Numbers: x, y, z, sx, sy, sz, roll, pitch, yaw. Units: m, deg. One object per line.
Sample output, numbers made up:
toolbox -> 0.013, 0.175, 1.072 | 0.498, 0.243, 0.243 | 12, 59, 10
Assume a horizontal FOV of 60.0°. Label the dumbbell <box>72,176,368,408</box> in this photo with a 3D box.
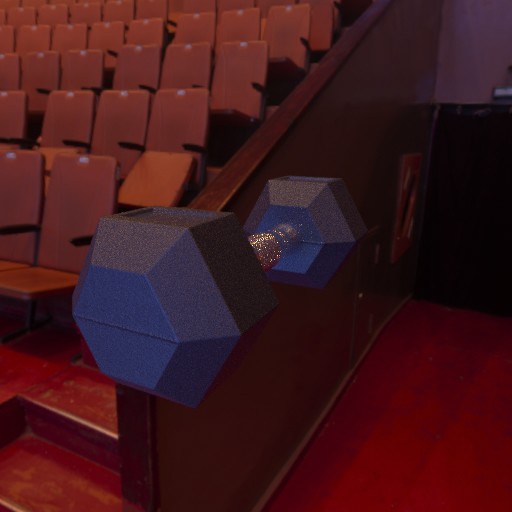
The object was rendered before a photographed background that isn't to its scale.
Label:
dumbbell -> 0.000, 0.000, 0.321 | 0.106, 0.092, 0.272 | 8, 18, 26
